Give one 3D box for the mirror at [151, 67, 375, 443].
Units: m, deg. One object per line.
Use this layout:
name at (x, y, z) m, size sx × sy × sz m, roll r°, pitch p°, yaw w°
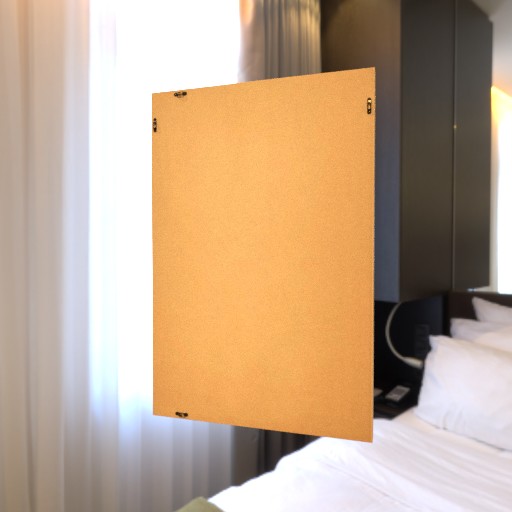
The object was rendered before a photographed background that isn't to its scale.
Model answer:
mirror at (0.000, 0.000, 1.183) m, size 0.609 × 0.915 × 0.041 m, roll 0°, pitch 1°, yaw 17°
